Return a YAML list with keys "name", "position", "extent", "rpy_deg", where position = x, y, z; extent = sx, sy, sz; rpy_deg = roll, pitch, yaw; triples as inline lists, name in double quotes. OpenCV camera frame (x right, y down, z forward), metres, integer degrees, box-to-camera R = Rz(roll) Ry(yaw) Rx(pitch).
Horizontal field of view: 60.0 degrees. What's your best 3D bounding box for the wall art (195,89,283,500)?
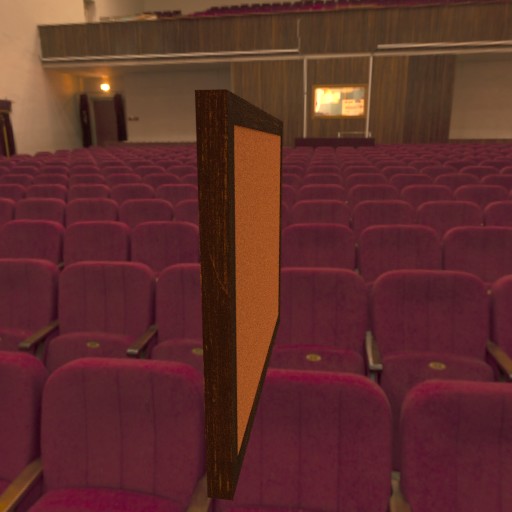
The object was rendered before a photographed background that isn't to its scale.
- name: "wall art"
  position: [0.000, 0.000, 0.738]
  extent: [0.032, 0.457, 0.558]
  rpy_deg: [2, 14, 8]
